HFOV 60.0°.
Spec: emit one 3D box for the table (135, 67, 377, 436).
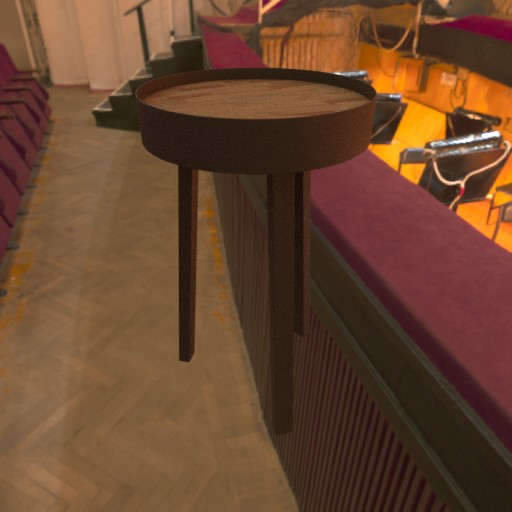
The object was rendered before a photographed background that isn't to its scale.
[{"bbox_3d":[0.000,0.000,0.947,0.406,0.686,0.406,-9,33,-14],"label":"table"}]
